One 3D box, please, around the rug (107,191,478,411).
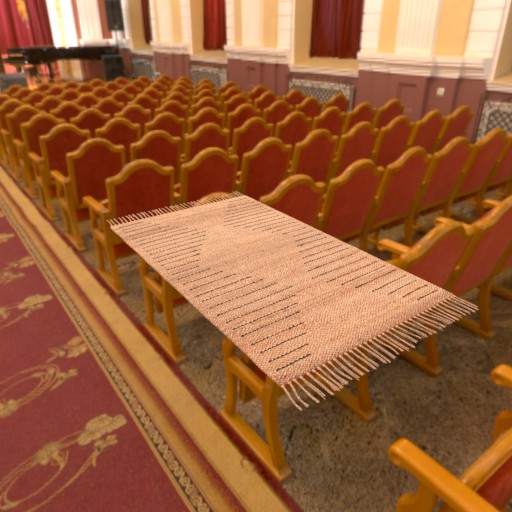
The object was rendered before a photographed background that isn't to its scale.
[{"bbox_3d":[0.000,0.000,2.082,0.905,0.017,1.718,-18,32,-31],"label":"rug"}]
